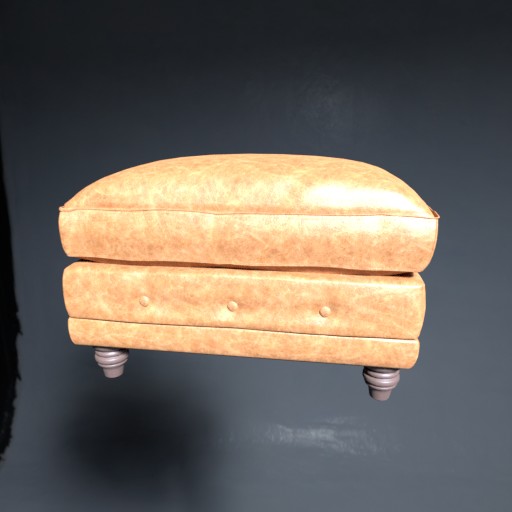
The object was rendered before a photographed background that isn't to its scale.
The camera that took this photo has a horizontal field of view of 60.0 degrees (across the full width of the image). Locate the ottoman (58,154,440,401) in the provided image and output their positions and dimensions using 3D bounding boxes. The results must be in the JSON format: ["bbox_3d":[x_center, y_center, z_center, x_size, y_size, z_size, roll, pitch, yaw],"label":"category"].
[{"bbox_3d":[0.000,0.000,1.075,0.710,0.480,0.533,2,15,8],"label":"ottoman"}]
